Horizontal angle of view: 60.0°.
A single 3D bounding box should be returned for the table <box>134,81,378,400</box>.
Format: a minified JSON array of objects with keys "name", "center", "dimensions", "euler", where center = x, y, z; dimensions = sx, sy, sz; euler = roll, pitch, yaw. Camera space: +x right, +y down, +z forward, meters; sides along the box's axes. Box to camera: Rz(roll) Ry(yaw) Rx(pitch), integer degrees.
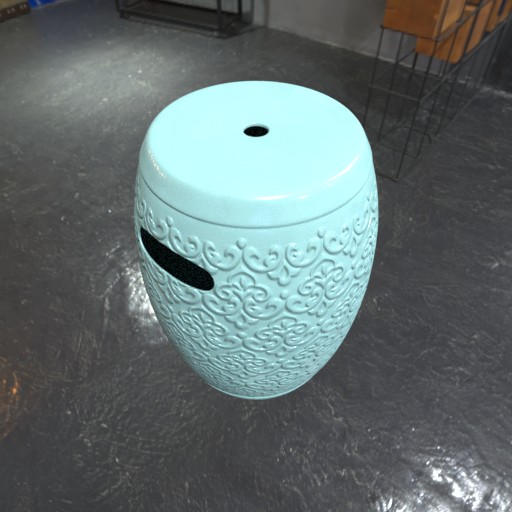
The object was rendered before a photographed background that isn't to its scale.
[{"name":"table","center":[0.000,0.000,0.615],"dimensions":[0.309,0.397,0.309],"euler":[0,47,0]}]
